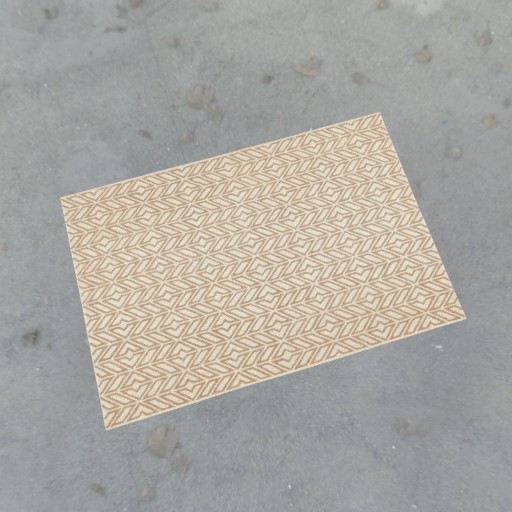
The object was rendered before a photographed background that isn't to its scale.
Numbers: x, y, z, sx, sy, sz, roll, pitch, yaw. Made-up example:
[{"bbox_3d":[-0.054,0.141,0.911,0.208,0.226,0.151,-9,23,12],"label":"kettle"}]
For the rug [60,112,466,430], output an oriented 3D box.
[{"bbox_3d":[0.000,0.000,2.294,1.828,0.007,1.220,-16,75,-4],"label":"rug"}]
